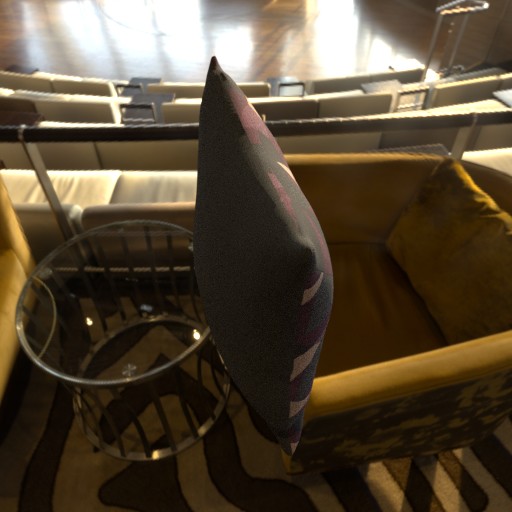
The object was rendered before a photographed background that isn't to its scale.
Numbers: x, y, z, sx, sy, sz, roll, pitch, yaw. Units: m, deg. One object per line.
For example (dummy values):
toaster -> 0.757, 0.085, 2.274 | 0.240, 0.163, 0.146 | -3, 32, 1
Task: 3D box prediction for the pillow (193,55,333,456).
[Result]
pillow -> 0.000, 0.000, 0.755 | 0.208, 0.496, 0.503 | -11, 47, -10
